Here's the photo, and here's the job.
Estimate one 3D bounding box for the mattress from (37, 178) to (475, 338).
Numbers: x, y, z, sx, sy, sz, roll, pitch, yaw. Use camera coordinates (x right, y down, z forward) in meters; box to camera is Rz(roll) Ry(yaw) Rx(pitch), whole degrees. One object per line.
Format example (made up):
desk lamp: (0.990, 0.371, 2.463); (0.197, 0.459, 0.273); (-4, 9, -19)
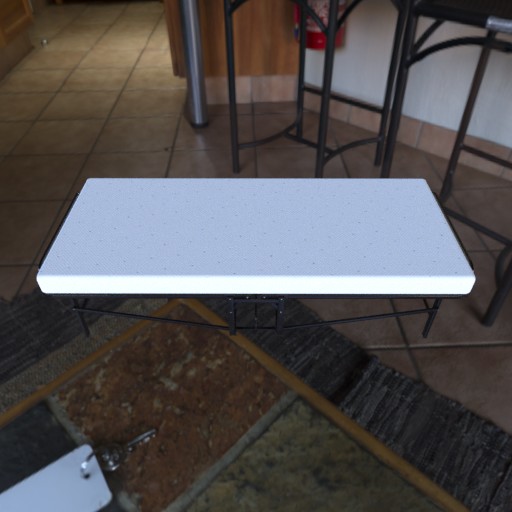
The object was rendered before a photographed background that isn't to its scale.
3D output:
mattress: (0.000, 0.000, 2.579); (2.153, 0.519, 0.922); (0, 42, 0)
